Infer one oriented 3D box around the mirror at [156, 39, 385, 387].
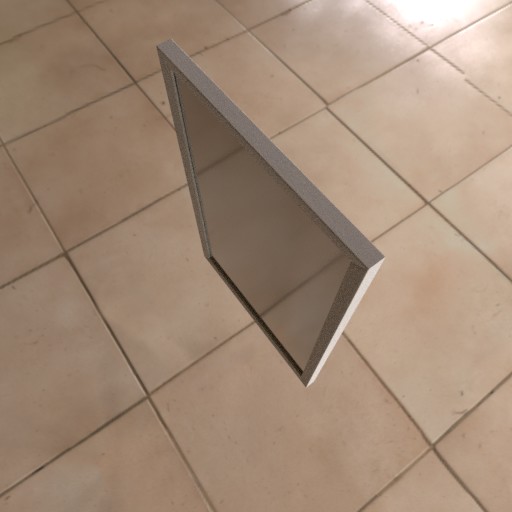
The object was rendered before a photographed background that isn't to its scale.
[{"bbox_3d":[0.000,0.000,1.177,0.040,0.915,0.609,-33,68,-16],"label":"mirror"}]
